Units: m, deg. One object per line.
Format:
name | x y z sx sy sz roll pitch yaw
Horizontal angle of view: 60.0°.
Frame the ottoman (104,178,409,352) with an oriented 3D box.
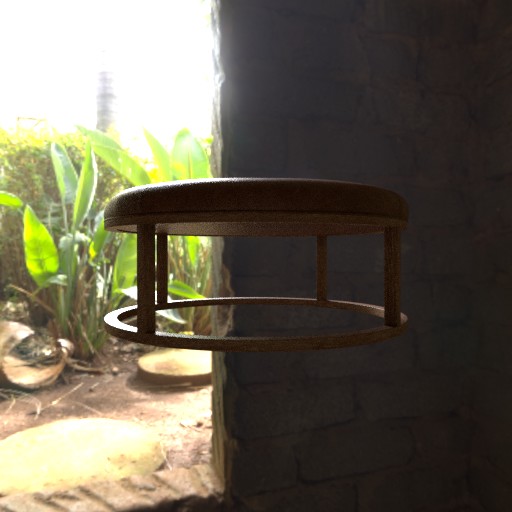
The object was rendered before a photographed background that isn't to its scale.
ottoman | 0.000 0.000 1.535 1.006 0.445 1.006 0 0 0
